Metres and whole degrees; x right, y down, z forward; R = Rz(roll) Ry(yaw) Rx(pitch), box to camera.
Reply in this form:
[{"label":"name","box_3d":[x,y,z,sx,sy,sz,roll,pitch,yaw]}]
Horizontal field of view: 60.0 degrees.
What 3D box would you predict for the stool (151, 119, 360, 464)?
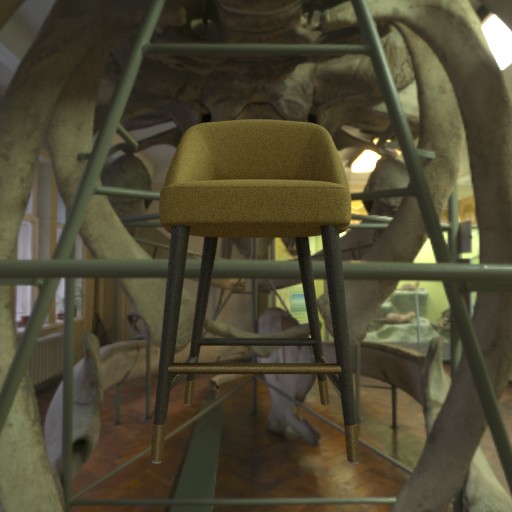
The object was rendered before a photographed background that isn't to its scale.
[{"label":"stool","box_3d":[0.000,0.000,1.250,0.536,0.939,0.522,0,-2,1]}]
